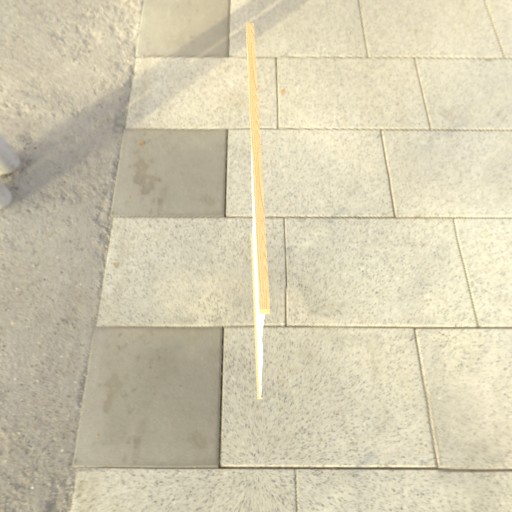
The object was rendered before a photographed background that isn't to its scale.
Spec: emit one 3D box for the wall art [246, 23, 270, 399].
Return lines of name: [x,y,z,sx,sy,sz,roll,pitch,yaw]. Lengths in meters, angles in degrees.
wall art: [0.000,0.000,1.962,0.025,1.521,1.011,-2,64,-1]
